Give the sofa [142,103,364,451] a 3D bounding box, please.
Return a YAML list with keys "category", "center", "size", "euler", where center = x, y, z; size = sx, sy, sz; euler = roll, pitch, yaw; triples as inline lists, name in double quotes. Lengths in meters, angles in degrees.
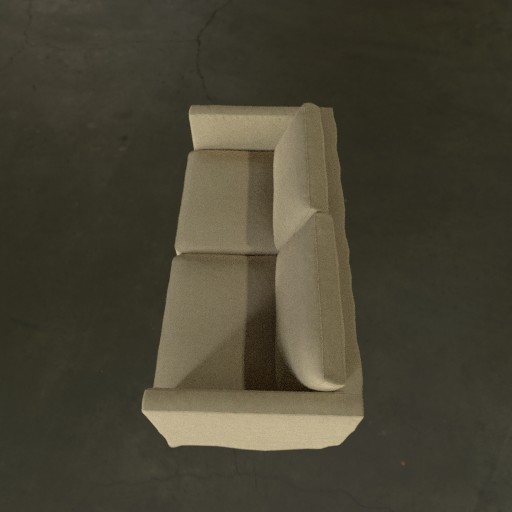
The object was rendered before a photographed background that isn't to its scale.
- category: "sofa"
  center: [0.000, 0.000, 2.570]
  size: [0.962, 0.835, 1.959]
  euler: [1, 57, 1]
